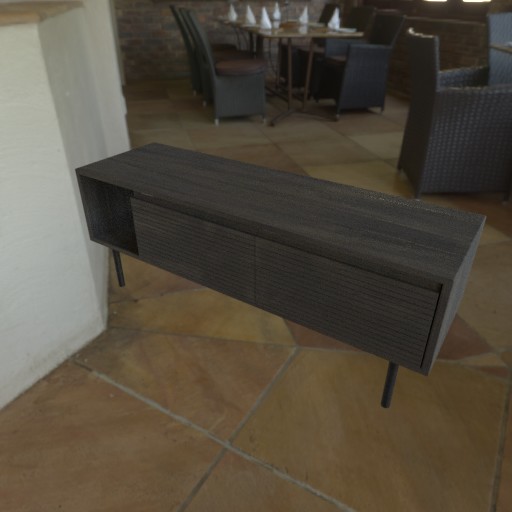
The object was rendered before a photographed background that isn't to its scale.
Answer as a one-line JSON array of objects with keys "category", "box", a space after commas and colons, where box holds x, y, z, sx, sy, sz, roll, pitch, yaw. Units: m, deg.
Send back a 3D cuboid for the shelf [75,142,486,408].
[{"category": "shelf", "box": [0.000, 0.000, 1.544, 1.300, 0.495, 0.400, 19, 35, 28]}]
